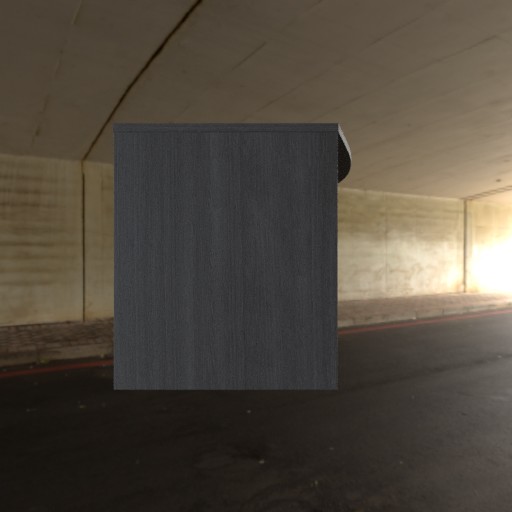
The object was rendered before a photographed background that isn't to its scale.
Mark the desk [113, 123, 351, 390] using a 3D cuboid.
[{"bbox_3d":[0.000,0.000,2.046,0.802,0.750,1.600,0,0,0],"label":"desk"}]
